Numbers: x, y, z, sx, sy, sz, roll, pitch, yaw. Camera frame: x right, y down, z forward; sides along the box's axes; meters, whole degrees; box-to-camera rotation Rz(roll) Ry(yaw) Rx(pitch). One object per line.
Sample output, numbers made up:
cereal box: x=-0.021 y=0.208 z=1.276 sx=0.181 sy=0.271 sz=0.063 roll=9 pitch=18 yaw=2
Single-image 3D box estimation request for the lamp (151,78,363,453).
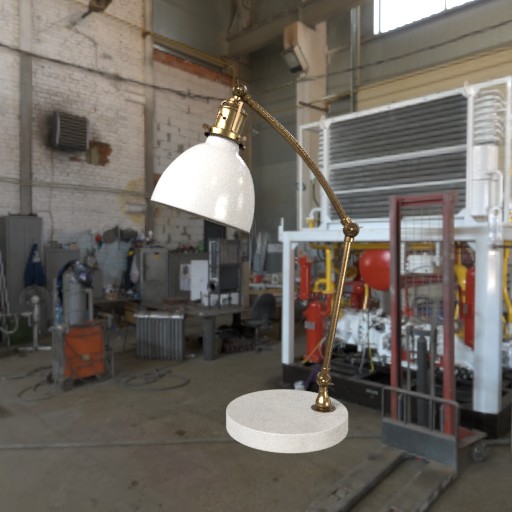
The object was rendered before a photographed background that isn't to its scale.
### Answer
lamp: x=0.000 y=0.000 z=0.676 sx=0.317 sy=0.522 sz=0.186 roll=0 pitch=1 yaw=-1
